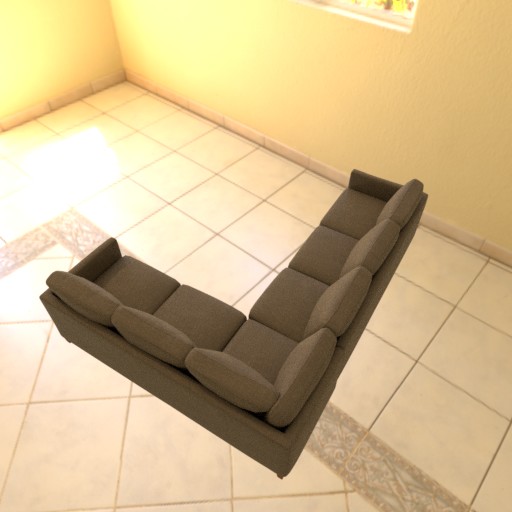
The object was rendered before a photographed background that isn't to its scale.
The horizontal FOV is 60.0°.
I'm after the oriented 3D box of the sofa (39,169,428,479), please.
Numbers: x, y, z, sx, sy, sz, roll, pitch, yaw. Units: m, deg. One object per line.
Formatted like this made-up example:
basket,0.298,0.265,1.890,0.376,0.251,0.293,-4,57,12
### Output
sofa,0.000,0.000,4.604,2.593,0.947,3.302,24,51,21
